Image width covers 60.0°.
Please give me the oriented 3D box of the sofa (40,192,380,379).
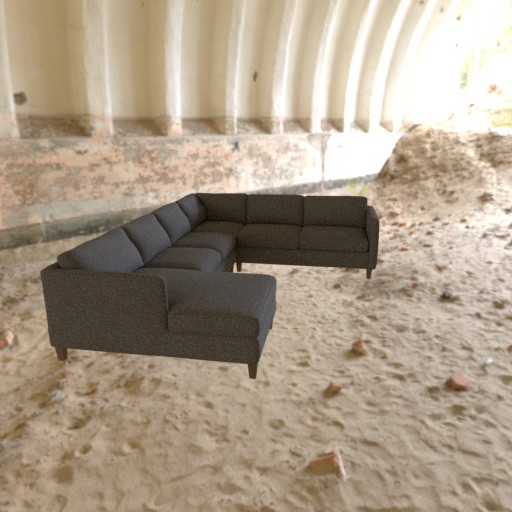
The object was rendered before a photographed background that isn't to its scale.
[{"bbox_3d":[0.000,0.000,4.456,2.551,0.853,3.238,3,16,9],"label":"sofa"}]
